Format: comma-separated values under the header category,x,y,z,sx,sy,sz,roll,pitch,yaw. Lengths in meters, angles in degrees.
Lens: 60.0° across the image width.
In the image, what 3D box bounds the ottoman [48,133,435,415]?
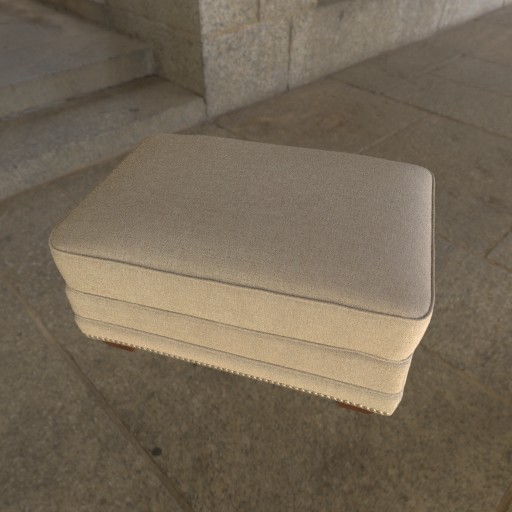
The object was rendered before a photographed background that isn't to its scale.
category,x,y,z,sx,sy,sz,roll,pitch,yaw
ottoman,0.000,0.000,1.150,0.813,0.458,0.559,11,43,12
